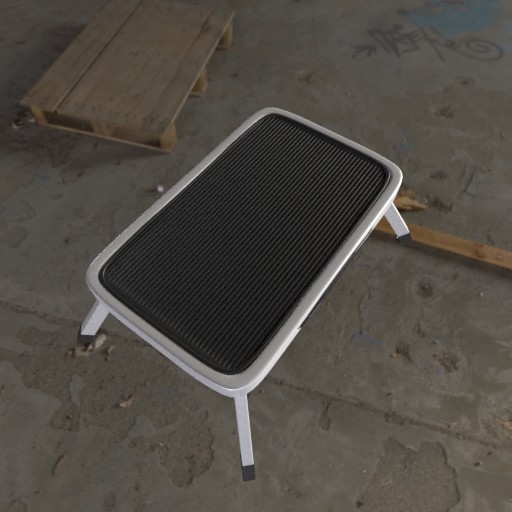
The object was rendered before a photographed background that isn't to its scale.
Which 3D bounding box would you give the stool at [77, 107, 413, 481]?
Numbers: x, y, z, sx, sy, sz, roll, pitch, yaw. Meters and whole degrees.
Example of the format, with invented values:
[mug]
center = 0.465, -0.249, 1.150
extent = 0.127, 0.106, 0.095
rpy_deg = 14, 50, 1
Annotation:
[stool]
center = 0.000, 0.000, 0.618
extent = 0.320, 0.170, 0.460
rpy_deg = 32, 63, 19
